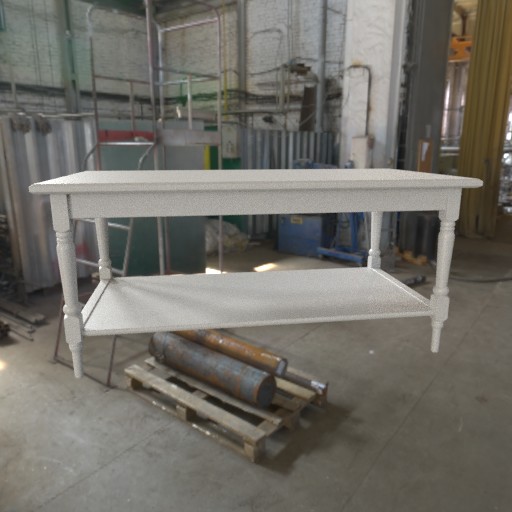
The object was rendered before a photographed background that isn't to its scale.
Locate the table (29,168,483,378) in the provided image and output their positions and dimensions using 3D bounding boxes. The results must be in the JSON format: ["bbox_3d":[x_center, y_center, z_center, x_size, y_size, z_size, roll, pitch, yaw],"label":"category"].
[{"bbox_3d":[0.000,0.000,1.392,1.109,0.506,0.551,-2,14,-8],"label":"table"}]
